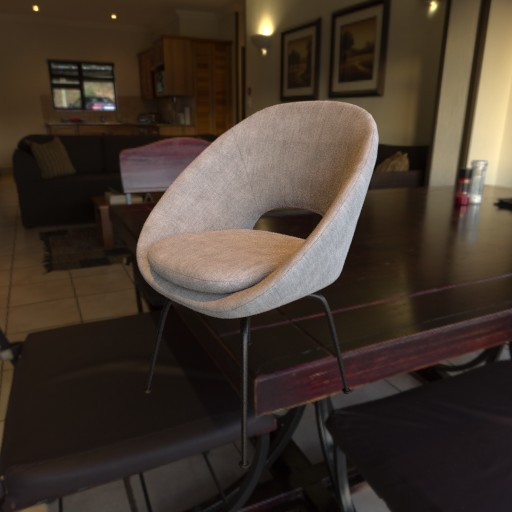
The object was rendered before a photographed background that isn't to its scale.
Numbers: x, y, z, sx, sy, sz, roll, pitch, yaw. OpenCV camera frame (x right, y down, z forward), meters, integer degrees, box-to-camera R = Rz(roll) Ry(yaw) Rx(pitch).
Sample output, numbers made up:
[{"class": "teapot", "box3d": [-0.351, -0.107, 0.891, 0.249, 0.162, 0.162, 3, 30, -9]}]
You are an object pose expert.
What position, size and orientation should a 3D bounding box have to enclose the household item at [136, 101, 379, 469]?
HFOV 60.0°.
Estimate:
[{"class": "household item", "box3d": [0.000, 0.000, 1.293, 0.587, 0.869, 0.643, -16, 23, -42]}]
